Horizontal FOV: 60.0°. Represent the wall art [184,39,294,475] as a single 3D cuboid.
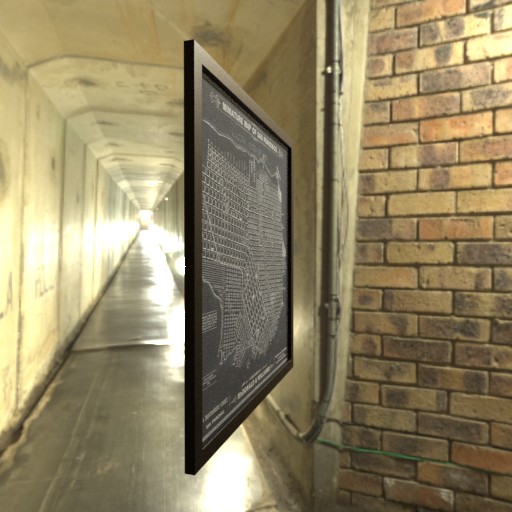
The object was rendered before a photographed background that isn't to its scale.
[{"bbox_3d":[0.000,0.000,0.684,0.012,0.458,0.457,0,1,18],"label":"wall art"}]
